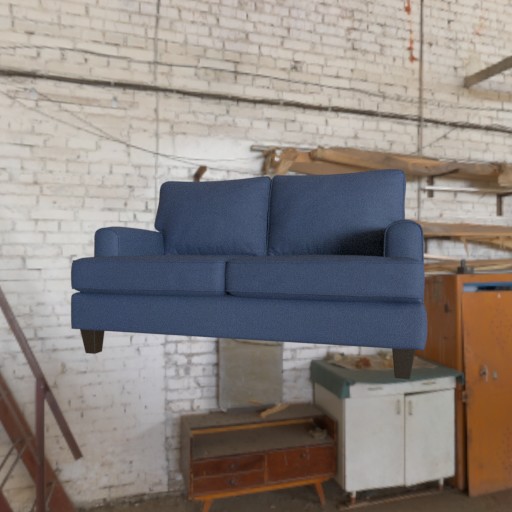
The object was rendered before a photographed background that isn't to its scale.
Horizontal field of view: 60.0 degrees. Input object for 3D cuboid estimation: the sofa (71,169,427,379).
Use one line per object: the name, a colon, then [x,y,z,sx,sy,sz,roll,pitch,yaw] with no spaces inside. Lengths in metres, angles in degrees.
sofa: [0.000,0.000,2.343,1.651,0.965,0.965,0,0,18]
